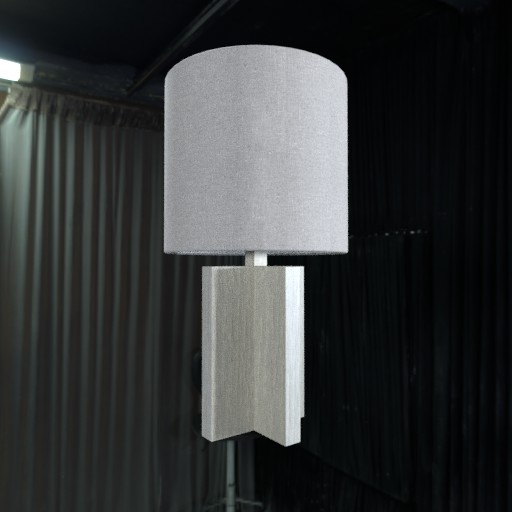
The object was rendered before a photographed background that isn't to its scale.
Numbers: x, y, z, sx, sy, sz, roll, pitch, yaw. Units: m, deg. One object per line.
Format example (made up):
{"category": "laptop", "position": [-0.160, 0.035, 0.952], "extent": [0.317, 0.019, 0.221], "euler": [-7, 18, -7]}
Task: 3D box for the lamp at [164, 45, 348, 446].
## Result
{"category": "lamp", "position": [0.000, 0.000, 0.562], "extent": [0.229, 0.428, 0.229], "euler": [1, -1, -36]}
